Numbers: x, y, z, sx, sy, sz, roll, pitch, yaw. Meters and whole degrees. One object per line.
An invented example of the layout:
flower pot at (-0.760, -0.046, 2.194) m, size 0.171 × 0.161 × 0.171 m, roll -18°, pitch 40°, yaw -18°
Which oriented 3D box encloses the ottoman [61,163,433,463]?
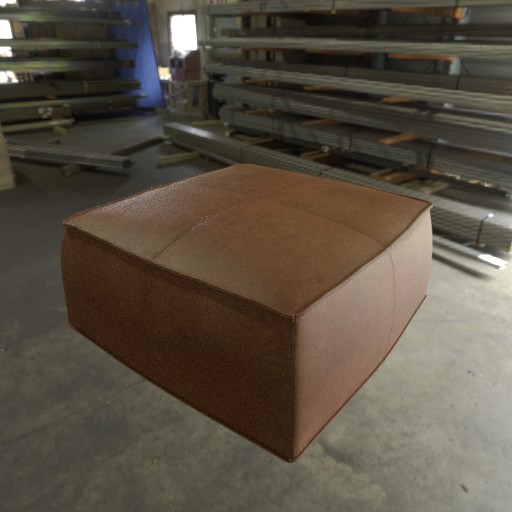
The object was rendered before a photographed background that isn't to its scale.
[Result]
ottoman at (0.000, 0.000, 1.383) m, size 0.901 × 0.395 × 0.902 m, roll 19°, pitch 32°, yaw 33°
